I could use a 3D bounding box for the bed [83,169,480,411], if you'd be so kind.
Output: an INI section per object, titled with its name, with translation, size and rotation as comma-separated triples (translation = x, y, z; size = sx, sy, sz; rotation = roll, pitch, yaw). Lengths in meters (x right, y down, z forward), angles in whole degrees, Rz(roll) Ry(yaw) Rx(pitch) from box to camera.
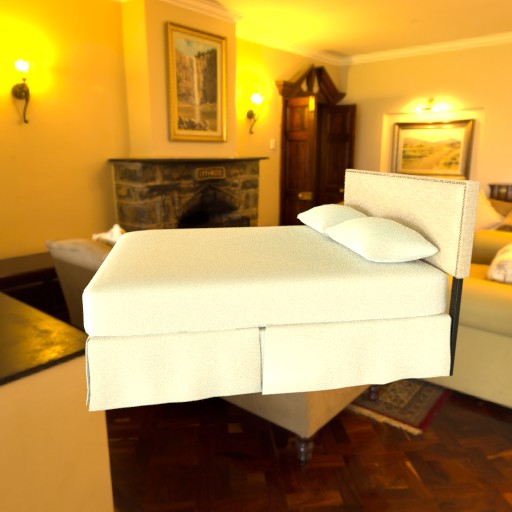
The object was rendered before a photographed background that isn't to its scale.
[bed]
translation = 0.000, 0.000, 2.806
size = 1.876, 1.016, 1.616
rotation = -2, 13, -10
